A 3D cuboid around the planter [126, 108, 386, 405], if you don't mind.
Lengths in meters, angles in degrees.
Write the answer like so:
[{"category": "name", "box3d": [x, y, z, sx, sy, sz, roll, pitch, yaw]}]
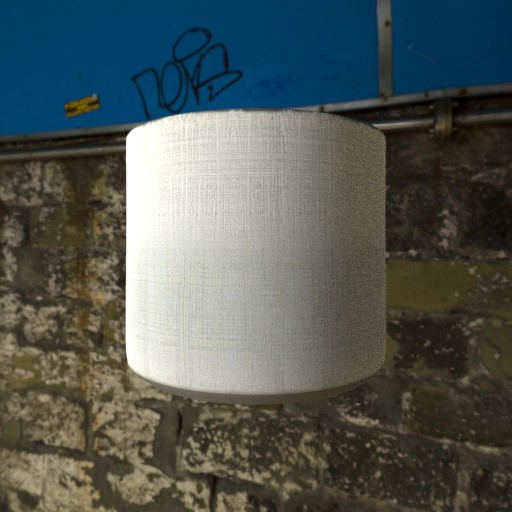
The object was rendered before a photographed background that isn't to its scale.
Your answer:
[{"category": "planter", "box3d": [0.000, 0.000, 0.399, 0.226, 0.201, 0.226, 0, 2, 0]}]
